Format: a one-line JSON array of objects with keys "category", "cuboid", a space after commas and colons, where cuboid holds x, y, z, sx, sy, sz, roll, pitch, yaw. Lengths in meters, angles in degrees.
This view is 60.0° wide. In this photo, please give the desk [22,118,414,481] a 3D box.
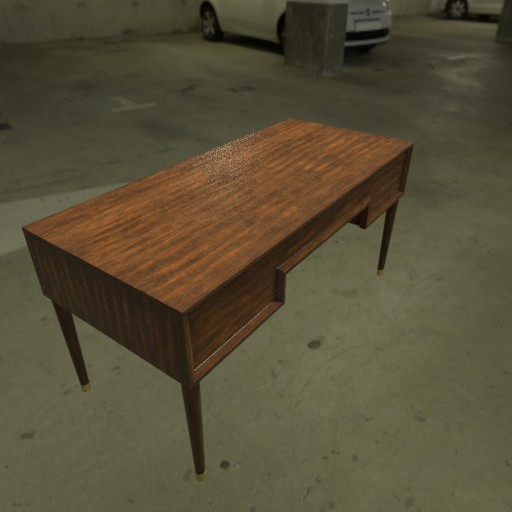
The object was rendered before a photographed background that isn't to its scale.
[{"category": "desk", "cuboid": [0.000, 0.000, 1.977, 0.724, 0.762, 1.575, 22, 38, 30]}]
